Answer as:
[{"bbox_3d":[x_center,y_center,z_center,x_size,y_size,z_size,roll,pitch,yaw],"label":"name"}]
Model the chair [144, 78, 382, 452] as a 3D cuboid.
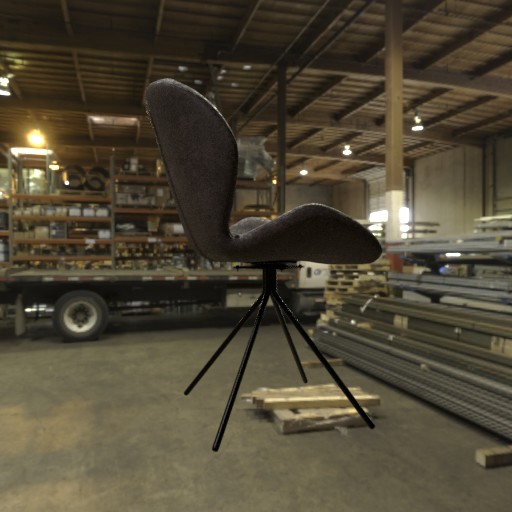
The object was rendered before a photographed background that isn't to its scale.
[{"bbox_3d":[0.000,0.000,1.317,0.640,0.934,0.527,0,1,-18],"label":"chair"}]
